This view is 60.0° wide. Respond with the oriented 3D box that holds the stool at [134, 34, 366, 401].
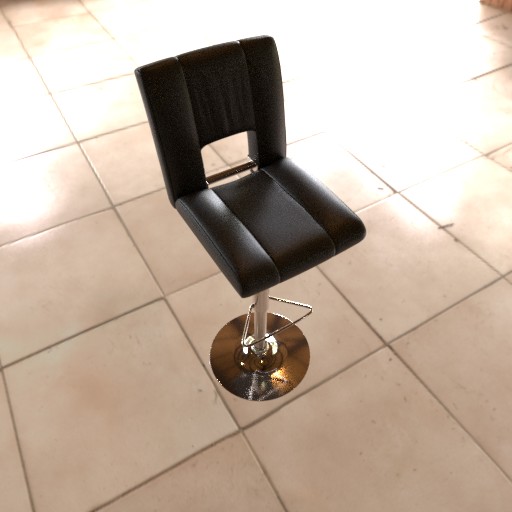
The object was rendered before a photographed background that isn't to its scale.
[{"bbox_3d":[0.000,0.000,1.419,0.415,1.151,0.520,-25,53,-20],"label":"stool"}]
